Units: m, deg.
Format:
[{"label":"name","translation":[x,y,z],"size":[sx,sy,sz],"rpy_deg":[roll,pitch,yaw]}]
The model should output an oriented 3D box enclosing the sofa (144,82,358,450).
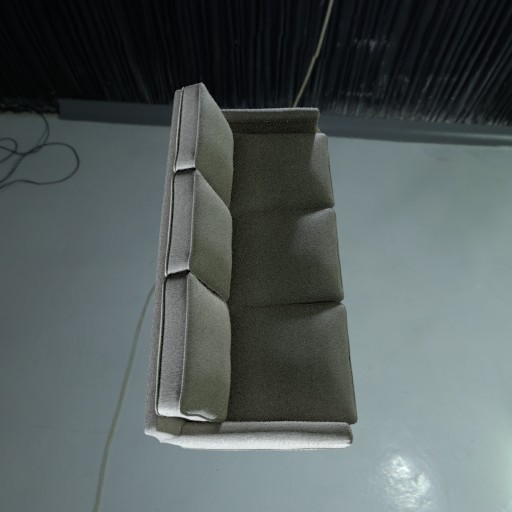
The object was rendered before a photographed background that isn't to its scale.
[{"label":"sofa","translation":[0.000,0.000,2.824],"size":[1.084,1.003,2.246],"rpy_deg":[-1,64,0]}]
